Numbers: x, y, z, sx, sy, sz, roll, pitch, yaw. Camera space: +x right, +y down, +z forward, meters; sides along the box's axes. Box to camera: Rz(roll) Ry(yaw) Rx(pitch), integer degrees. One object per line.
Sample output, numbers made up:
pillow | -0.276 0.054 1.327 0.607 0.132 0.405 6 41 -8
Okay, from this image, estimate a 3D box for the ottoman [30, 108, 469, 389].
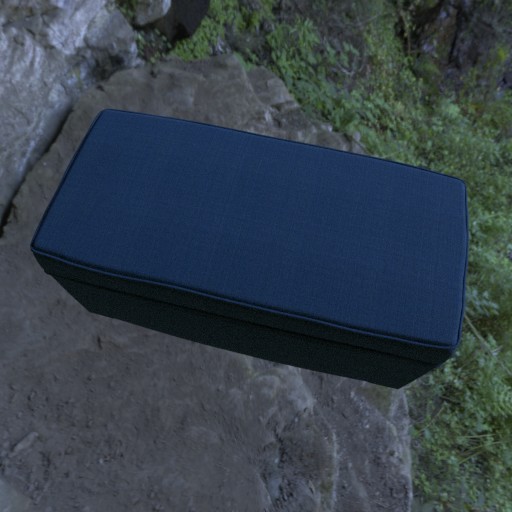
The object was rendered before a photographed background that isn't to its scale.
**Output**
ottoman | 0.000 0.000 1.193 0.943 0.474 0.474 13 65 6
